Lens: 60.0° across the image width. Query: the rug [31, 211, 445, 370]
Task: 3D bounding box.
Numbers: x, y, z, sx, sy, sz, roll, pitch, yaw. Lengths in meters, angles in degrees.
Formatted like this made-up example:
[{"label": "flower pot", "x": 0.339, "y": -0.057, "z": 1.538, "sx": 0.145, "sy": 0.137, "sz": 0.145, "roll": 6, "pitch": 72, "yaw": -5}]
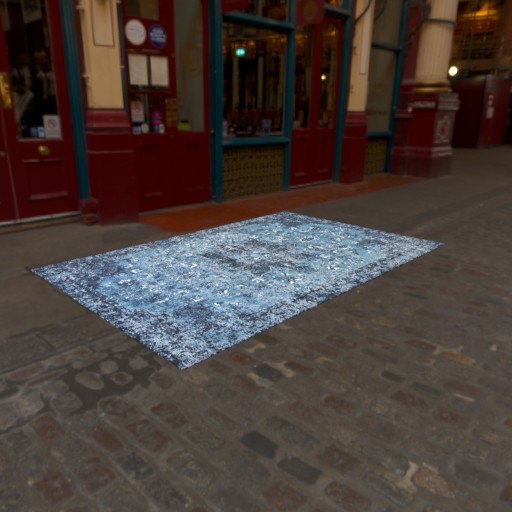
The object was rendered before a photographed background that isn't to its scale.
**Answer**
[{"label": "rug", "x": 0.000, "y": 0.000, "z": 2.318, "sx": 1.219, "sy": 0.005, "sz": 1.828, "roll": 17, "pitch": 25, "yaw": 42}]
